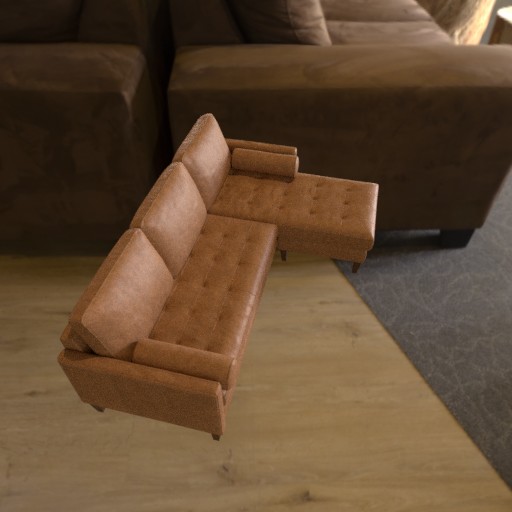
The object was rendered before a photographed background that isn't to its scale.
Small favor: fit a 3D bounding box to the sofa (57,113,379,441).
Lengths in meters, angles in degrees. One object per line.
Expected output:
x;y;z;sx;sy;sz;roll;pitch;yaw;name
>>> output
0.000;0.000;2.899;1.506;0.876;2.178;10;47;9;sofa
